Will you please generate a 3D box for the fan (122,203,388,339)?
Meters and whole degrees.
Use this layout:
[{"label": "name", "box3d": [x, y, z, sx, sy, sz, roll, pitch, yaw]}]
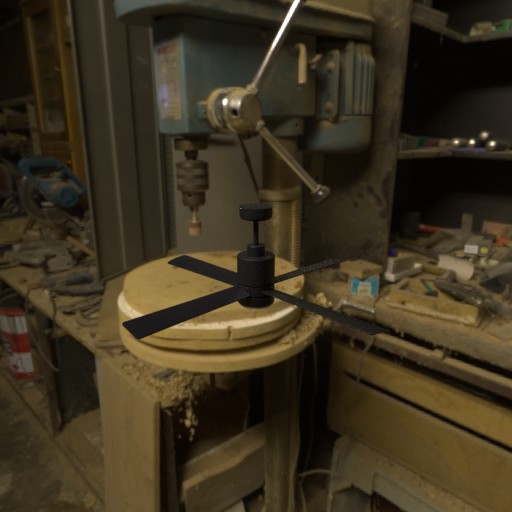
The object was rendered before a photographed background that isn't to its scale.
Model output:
[{"label": "fan", "box3d": [0.000, 0.000, 2.356, 1.525, 0.534, 1.525, -15, 22, -41]}]
